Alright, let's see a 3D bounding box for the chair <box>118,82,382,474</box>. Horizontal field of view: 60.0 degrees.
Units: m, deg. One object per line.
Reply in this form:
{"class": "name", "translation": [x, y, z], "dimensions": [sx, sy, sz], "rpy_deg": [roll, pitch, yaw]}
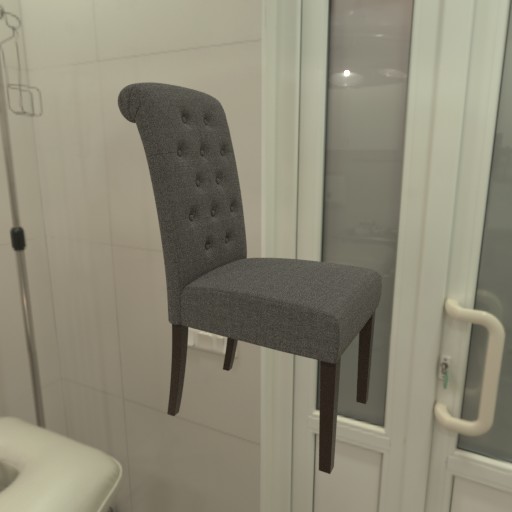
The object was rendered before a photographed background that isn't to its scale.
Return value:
{"class": "chair", "translation": [0.000, 0.000, 1.347], "dimensions": [0.671, 1.006, 0.456], "rpy_deg": [7, 15, 27]}
